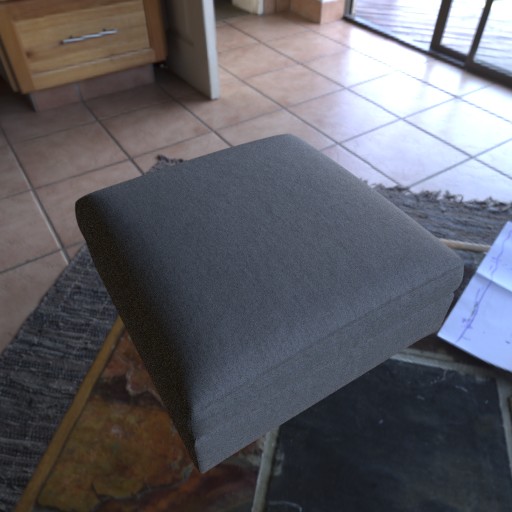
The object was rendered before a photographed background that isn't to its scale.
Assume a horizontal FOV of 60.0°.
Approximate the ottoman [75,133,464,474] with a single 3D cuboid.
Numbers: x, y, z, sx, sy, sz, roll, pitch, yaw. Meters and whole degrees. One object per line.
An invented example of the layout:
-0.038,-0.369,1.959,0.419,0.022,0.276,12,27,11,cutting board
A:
0.000,0.000,1.652,1.041,0.470,1.041,-23,49,-22,ottoman
